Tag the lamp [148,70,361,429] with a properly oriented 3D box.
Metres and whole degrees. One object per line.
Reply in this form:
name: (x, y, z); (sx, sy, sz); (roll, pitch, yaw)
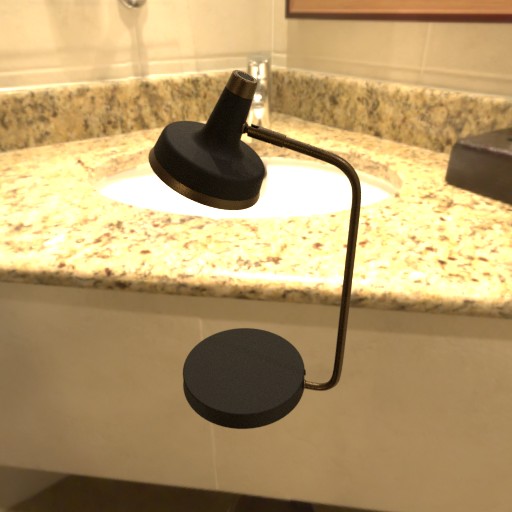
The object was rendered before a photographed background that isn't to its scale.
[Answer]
lamp: (0.000, 0.000, 0.495); (0.218, 0.385, 0.162); (8, 30, 13)
